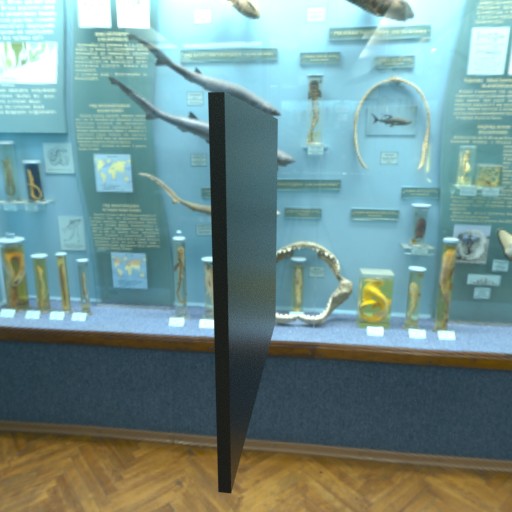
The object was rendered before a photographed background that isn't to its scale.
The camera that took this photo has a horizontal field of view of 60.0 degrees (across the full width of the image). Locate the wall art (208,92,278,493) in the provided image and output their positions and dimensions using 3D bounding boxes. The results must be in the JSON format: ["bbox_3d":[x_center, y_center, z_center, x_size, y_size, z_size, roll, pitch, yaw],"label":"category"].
[{"bbox_3d":[0.000,0.000,0.530,0.012,0.332,0.383,2,15,8],"label":"wall art"}]
